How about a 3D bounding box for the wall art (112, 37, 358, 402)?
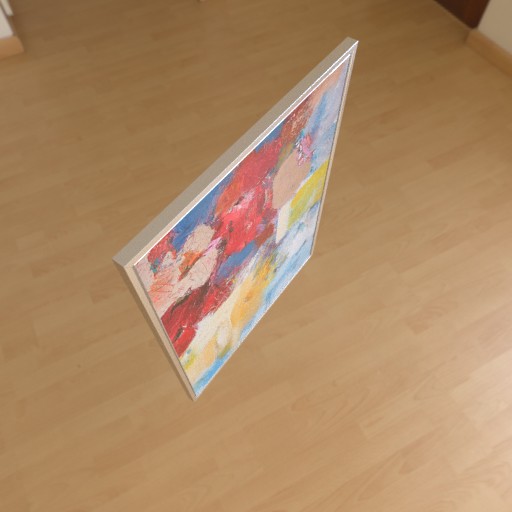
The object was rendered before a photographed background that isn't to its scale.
[{"bbox_3d":[0.000,0.000,1.401,0.030,1.046,0.816,33,65,18],"label":"wall art"}]
